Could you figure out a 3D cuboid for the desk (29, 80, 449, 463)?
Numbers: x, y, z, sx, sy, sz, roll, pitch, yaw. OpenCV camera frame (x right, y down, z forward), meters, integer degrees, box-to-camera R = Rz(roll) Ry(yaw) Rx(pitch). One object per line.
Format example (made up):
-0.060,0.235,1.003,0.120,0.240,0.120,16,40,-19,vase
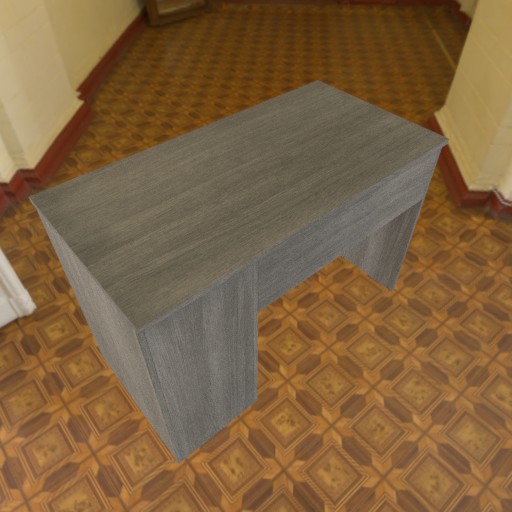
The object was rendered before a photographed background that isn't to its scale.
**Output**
0.000,0.000,1.529,1.097,0.735,0.560,-31,53,-27,desk
